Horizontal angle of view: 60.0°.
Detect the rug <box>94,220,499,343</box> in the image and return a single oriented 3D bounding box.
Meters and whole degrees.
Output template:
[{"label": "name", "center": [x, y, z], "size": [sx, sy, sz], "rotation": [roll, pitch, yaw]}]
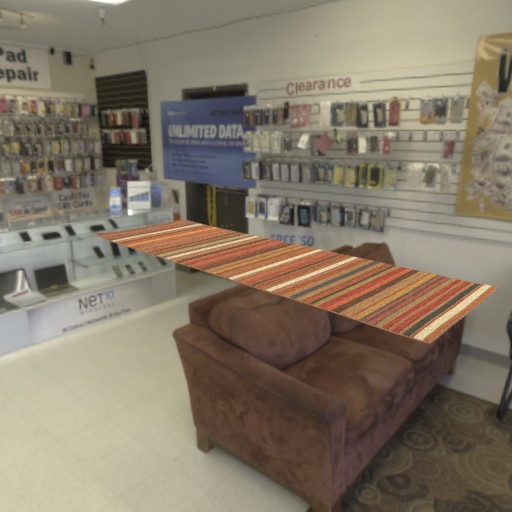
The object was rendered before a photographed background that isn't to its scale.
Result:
[{"label": "rug", "center": [0.000, 0.000, 2.645], "size": [2.444, 0.030, 0.799], "rotation": [14, 21, 41]}]
